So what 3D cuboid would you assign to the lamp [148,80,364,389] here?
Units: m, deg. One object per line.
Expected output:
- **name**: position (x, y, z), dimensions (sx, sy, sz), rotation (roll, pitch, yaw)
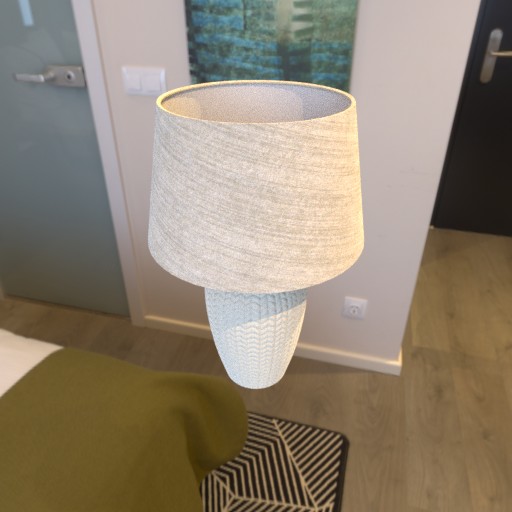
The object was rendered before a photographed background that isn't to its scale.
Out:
- **lamp**: position (0.000, 0.000, 0.845), dimensions (0.390, 0.580, 0.390), rotation (0, 31, 0)
